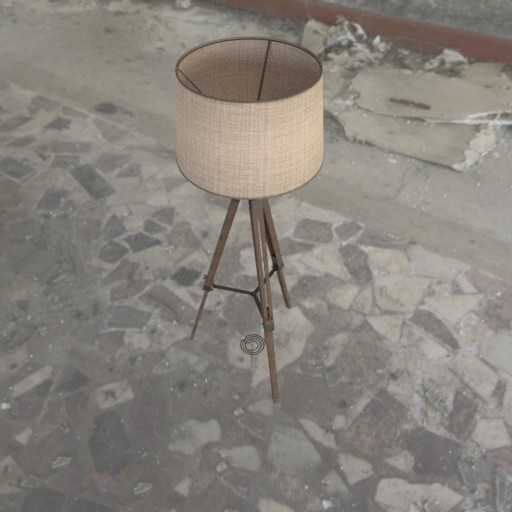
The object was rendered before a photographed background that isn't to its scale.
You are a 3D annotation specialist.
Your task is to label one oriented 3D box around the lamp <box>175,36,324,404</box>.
[{"bbox_3d":[0.000,0.000,1.794,0.604,1.510,0.587,-16,49,-15],"label":"lamp"}]
